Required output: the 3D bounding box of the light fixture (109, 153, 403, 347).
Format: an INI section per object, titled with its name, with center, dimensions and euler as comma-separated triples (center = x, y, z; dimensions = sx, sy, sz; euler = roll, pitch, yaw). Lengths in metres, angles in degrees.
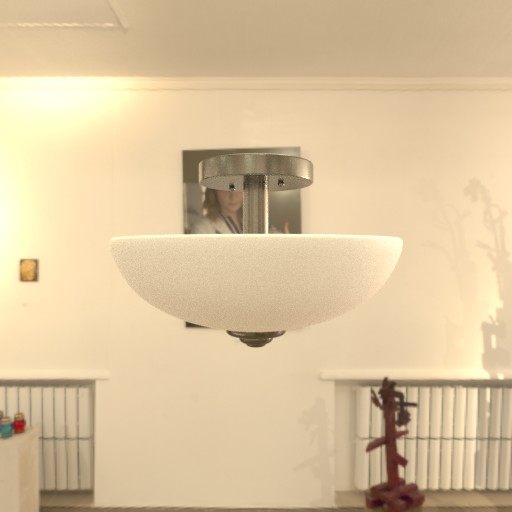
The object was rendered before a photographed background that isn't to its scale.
[light fixture]
center = 0.000, 0.000, 0.525
dimensions = 0.330, 0.214, 0.330
euler = 0, 1, 0
